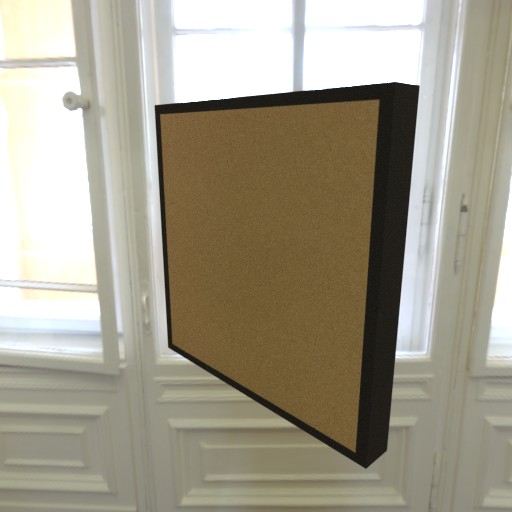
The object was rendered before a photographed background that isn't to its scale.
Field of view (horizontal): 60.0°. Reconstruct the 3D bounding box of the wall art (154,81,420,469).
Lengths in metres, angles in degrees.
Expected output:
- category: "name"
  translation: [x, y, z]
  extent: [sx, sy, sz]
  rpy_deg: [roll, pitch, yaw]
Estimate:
- category: "wall art"
  translation: [0.000, 0.000, 0.450]
  extent: [0.033, 0.304, 0.305]
  rpy_deg: [-14, 20, -41]
